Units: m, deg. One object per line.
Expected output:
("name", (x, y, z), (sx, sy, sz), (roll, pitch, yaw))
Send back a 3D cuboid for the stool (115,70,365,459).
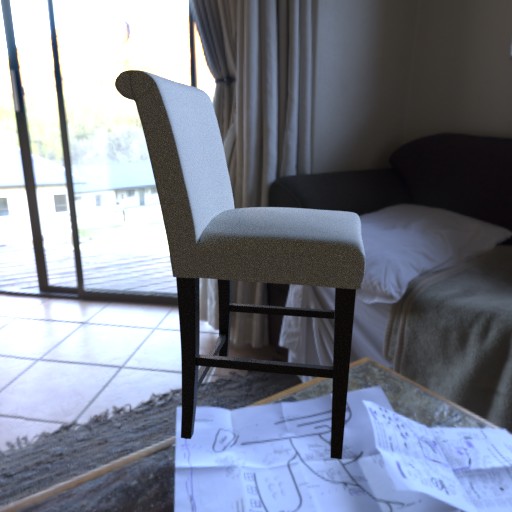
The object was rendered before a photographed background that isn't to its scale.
("stool", (0.000, 0.000, 1.300), (0.597, 0.976, 0.452), (3, 16, 10))
